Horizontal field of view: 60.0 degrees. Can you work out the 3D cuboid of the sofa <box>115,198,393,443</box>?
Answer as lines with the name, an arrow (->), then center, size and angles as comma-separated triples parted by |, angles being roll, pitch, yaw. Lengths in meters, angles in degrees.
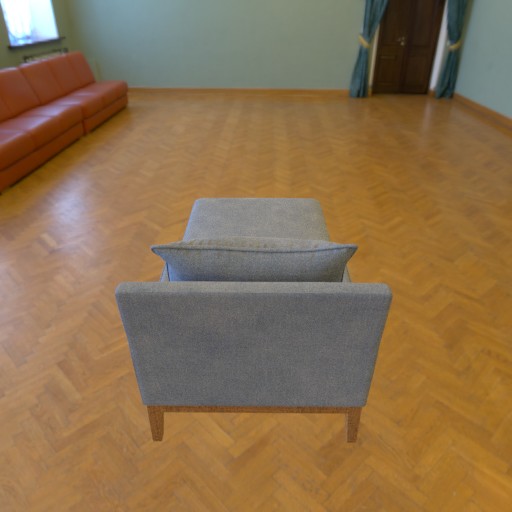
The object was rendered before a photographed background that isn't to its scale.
sofa -> 0.000, 0.000, 2.341 | 0.904, 0.883, 1.779 | 0, 30, 0
